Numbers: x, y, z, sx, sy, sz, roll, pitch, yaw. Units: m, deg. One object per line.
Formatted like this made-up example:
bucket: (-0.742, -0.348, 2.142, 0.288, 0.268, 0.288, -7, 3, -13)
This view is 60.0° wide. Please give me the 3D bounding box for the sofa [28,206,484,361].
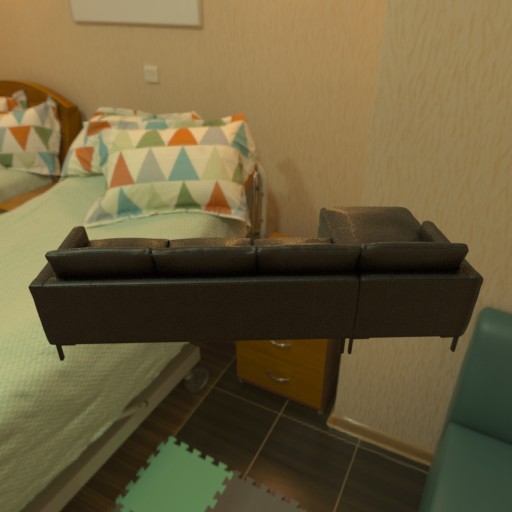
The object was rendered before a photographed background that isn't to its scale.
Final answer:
sofa: (0.000, 0.000, 3.623, 2.993, 0.859, 1.471, -1, 30, -2)
